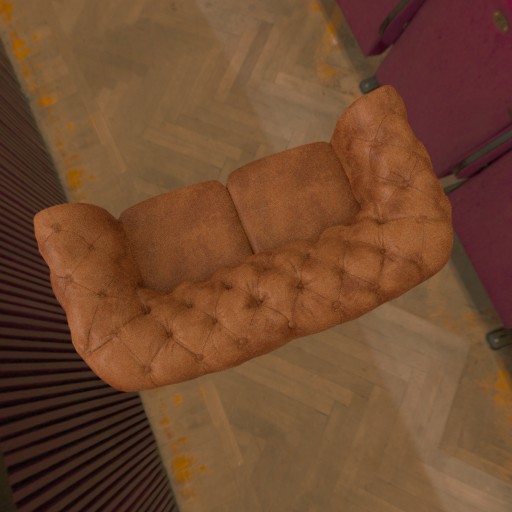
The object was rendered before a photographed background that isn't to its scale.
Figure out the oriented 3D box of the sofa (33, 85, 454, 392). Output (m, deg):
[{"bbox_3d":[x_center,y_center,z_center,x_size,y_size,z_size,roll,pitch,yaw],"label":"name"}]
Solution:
[{"bbox_3d":[0.000,0.000,2.467,1.979,0.877,1.042,-21,78,-5],"label":"sofa"}]
